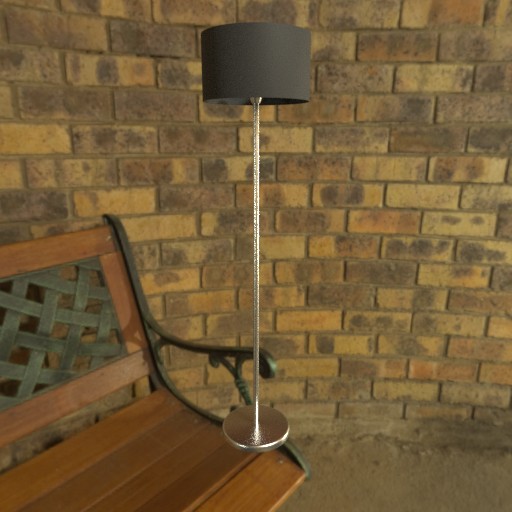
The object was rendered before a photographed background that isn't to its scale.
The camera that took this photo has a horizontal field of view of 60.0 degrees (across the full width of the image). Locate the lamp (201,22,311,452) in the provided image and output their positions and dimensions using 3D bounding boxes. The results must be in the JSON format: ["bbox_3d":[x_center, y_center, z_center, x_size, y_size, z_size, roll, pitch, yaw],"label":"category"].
[{"bbox_3d":[0.000,0.000,1.590,0.348,1.443,0.348,2,15,8],"label":"lamp"}]
